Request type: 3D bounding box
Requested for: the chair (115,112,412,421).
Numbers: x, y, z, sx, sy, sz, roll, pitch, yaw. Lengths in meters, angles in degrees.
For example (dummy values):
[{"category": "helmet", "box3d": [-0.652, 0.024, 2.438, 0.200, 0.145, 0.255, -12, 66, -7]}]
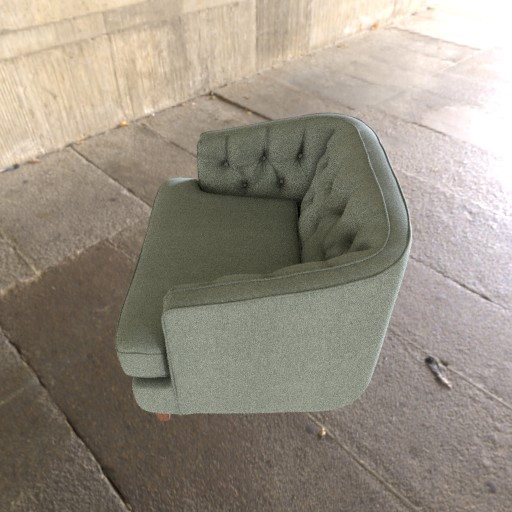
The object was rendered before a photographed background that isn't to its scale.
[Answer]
[{"category": "chair", "box3d": [0.000, 0.000, 1.797, 0.945, 0.852, 1.094, 0, 42, 0]}]
